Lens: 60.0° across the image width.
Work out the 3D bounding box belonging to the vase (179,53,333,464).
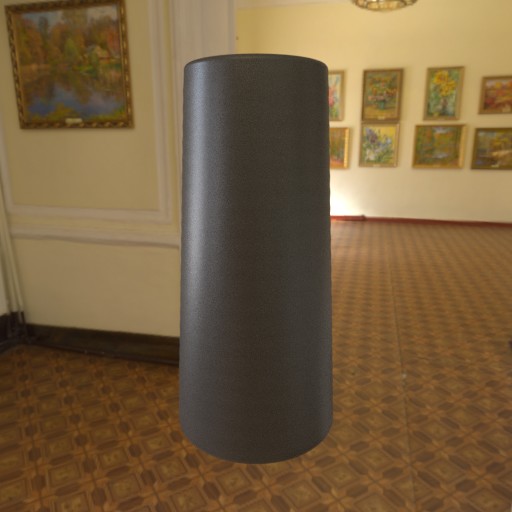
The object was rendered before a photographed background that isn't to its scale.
[{"bbox_3d":[0.000,0.000,0.363,0.136,0.289,0.136,8,16,27],"label":"vase"}]
